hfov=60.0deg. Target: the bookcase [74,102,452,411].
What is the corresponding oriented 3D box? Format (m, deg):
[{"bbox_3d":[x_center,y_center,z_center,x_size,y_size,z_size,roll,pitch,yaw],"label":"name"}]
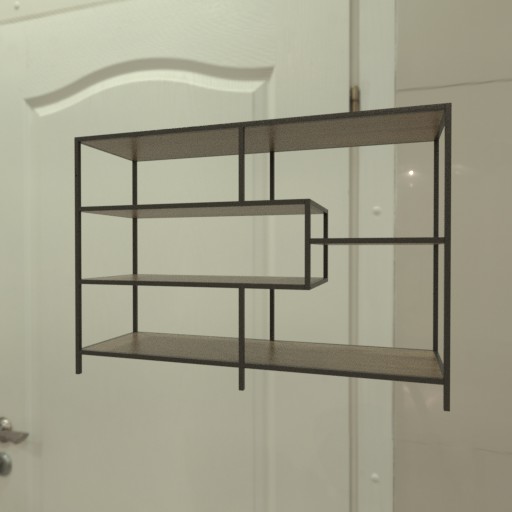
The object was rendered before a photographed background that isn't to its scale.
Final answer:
[{"bbox_3d":[0.000,0.000,1.455,1.140,0.780,0.350,0,1,17],"label":"bookcase"}]
